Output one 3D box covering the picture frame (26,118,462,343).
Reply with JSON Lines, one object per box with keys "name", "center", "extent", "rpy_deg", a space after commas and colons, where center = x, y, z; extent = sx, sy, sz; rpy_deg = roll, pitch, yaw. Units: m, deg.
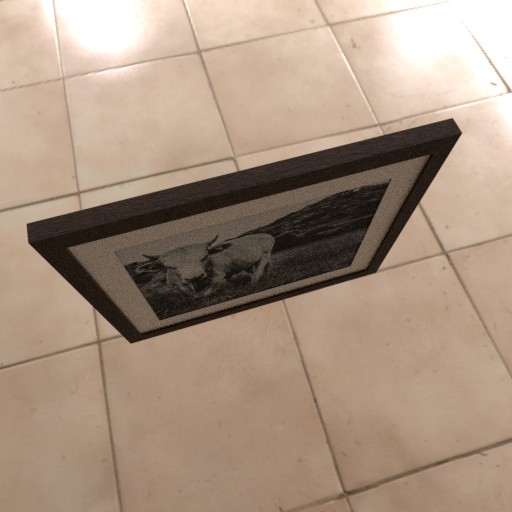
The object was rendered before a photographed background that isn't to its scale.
{"name": "picture frame", "center": [0.000, 0.000, 0.746], "extent": [0.546, 0.455, 0.026], "rpy_deg": [-15, 66, -7]}
